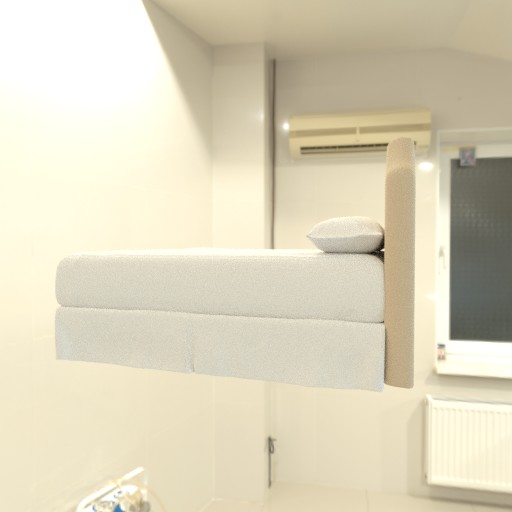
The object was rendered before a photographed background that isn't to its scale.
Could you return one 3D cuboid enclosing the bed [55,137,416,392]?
[{"bbox_3d":[0.000,0.000,3.844,2.548,1.524,2.134,0,2,18],"label":"bed"}]
